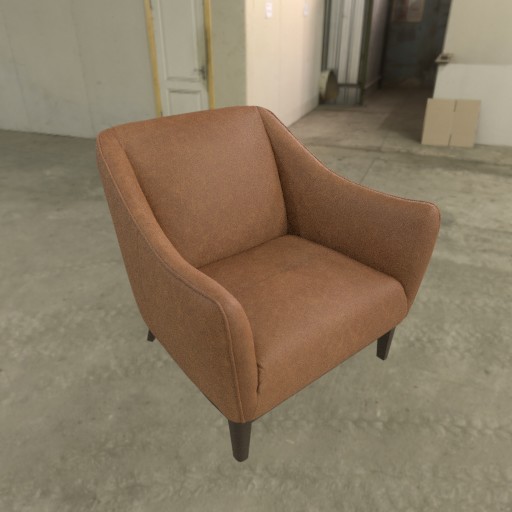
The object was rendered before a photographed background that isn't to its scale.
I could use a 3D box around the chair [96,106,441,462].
[{"bbox_3d":[0.000,0.000,1.529,0.871,0.830,0.852,-22,36,-33],"label":"chair"}]
